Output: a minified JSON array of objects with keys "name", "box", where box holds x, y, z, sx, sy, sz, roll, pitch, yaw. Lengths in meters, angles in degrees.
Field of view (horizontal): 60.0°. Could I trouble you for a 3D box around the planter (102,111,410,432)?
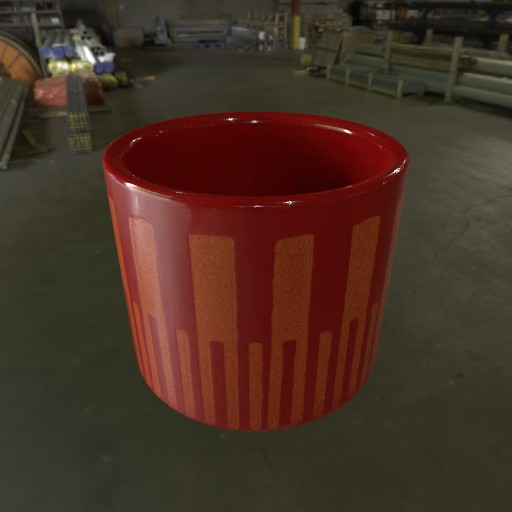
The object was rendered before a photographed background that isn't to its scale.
[{"name":"planter","box":[0.000,0.000,0.393,0.230,0.202,0.230,0,30,0]}]
